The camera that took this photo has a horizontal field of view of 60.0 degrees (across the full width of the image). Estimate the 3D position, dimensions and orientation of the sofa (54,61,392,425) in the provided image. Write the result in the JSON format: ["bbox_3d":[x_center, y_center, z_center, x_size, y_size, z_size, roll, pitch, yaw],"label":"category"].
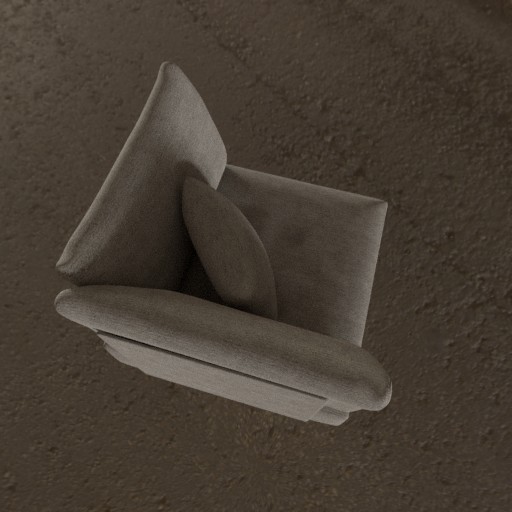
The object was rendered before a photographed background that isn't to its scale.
[{"bbox_3d":[0.000,0.000,1.707,1.000,0.820,1.000,14,65,7],"label":"sofa"}]
